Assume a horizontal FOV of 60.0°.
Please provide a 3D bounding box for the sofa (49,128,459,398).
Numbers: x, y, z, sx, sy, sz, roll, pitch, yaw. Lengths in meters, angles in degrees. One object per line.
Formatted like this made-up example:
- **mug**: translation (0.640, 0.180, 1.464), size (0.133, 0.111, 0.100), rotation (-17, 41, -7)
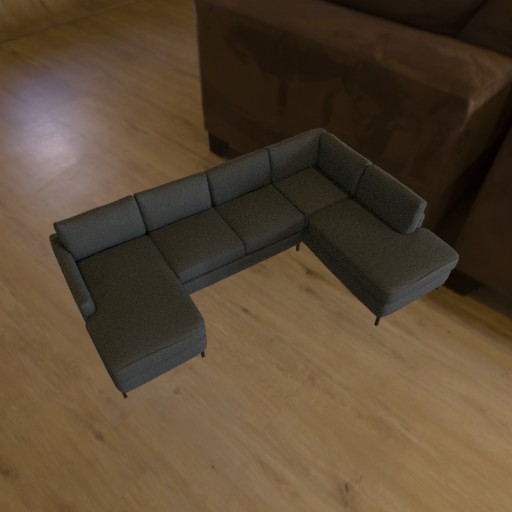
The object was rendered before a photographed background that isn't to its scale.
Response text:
- **sofa**: translation (0.000, 0.000, 3.866), size (2.975, 0.858, 1.984), rotation (-24, 51, -21)
